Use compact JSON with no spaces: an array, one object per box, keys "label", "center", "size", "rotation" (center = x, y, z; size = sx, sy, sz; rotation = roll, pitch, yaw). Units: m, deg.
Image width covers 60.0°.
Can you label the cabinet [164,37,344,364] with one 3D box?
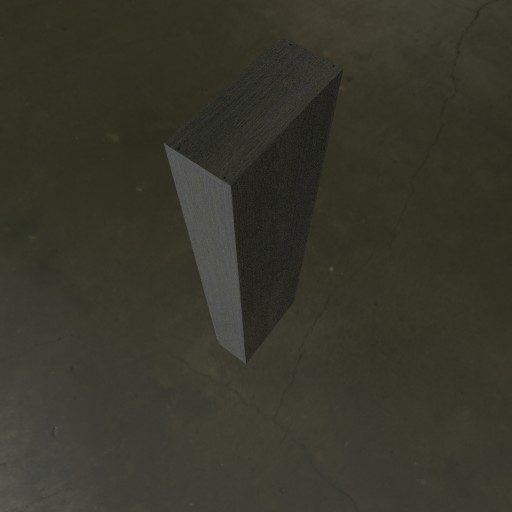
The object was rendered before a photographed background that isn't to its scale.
[{"label":"cabinet","center":[0.000,0.000,1.966],"size":[0.230,1.790,0.500],"rotation":[34,68,16]}]
